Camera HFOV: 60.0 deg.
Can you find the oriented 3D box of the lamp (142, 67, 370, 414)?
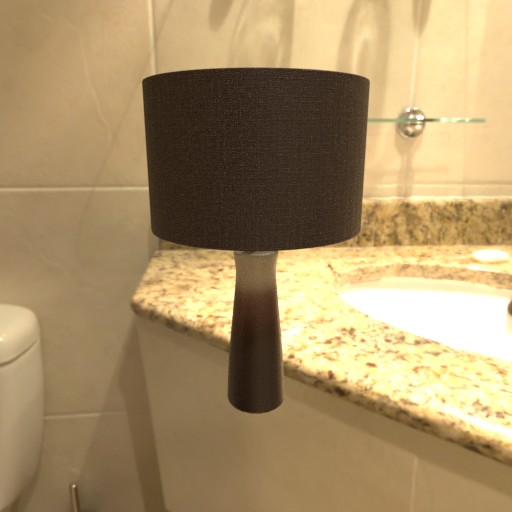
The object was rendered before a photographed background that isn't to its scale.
[{"bbox_3d":[0.000,0.000,0.670,0.303,0.488,0.303,0,15,0],"label":"lamp"}]
